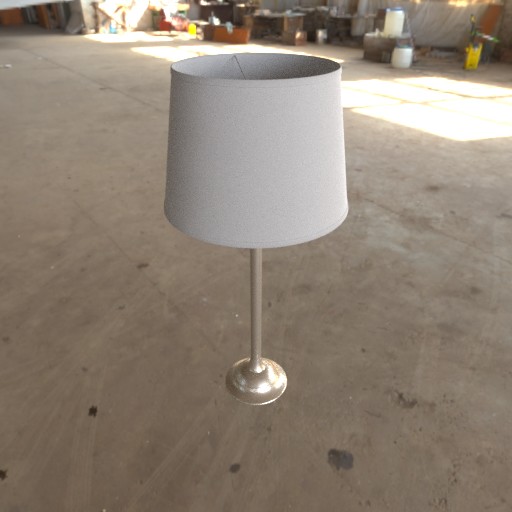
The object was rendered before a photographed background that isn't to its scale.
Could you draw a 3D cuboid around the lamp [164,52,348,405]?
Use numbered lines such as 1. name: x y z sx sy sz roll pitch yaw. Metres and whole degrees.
1. lamp: 0.000 0.000 0.869 0.331 0.698 0.331 0 32 0
